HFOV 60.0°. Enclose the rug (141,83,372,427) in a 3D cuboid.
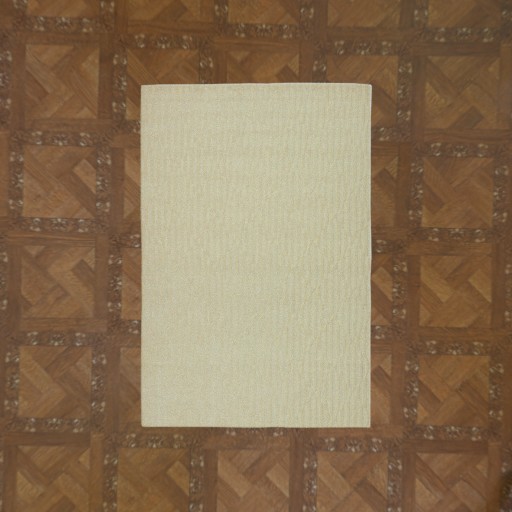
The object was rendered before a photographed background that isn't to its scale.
[{"bbox_3d":[0.000,0.000,2.378,1.238,0.014,1.848,0,91,0],"label":"rug"}]
